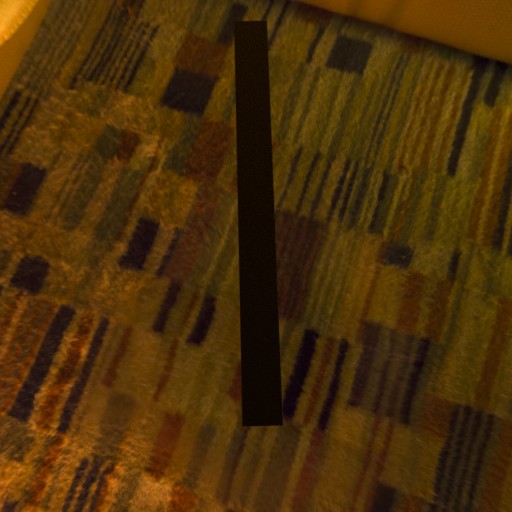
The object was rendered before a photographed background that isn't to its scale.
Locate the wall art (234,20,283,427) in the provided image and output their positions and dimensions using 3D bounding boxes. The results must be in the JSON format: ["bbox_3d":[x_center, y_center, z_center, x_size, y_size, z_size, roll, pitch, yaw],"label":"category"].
[{"bbox_3d":[0.000,0.000,0.532,0.029,0.381,0.330,-2,77,0],"label":"wall art"}]
